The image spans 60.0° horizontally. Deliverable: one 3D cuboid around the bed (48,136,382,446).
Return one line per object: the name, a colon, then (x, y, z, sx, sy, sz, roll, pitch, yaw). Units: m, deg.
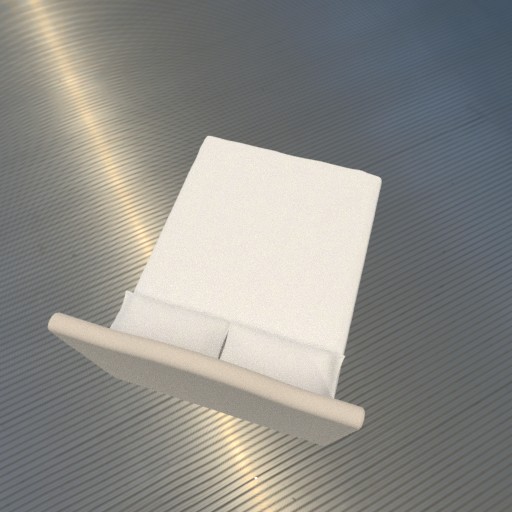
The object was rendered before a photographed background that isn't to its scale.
bed: (0.000, 0.000, 3.311, 1.753, 1.460, 2.143, 15, 64, 8)
